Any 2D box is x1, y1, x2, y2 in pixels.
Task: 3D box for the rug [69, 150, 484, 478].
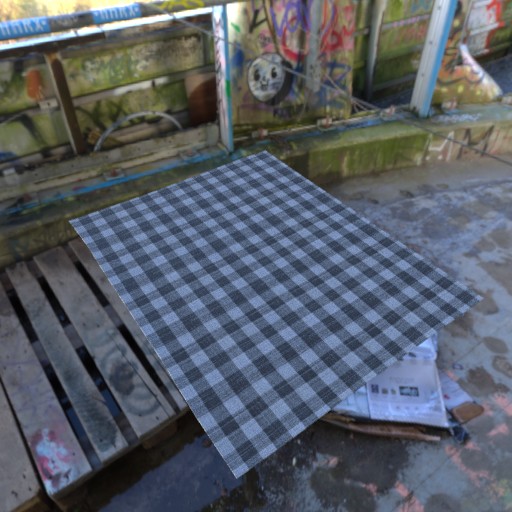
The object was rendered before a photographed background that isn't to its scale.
[{"bbox_3d":[0.000,0.000,4.016,2.432,0.013,3.021,-26,48,-26],"label":"rug"}]
